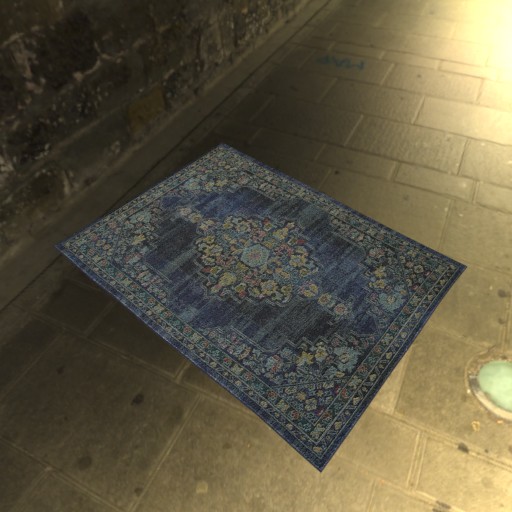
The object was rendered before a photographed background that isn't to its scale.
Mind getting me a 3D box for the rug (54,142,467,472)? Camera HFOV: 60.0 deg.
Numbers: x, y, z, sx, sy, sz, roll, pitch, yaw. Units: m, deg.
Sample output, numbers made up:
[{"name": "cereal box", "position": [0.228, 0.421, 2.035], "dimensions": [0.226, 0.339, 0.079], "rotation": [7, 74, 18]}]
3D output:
[{"name": "rug", "position": [0.000, 0.000, 4.813], "dimensions": [3.612, 0.035, 2.716], "rotation": [32, 55, 26]}]
